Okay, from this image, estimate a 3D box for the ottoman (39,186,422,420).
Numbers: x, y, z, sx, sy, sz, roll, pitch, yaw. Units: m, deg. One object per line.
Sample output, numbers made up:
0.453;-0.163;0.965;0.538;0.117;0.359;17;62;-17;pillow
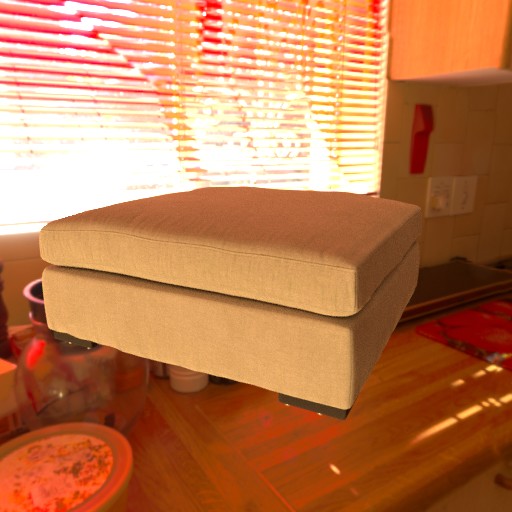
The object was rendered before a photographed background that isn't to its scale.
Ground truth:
0.000;0.000;1.824;1.171;0.517;1.203;7;16;26;ottoman
